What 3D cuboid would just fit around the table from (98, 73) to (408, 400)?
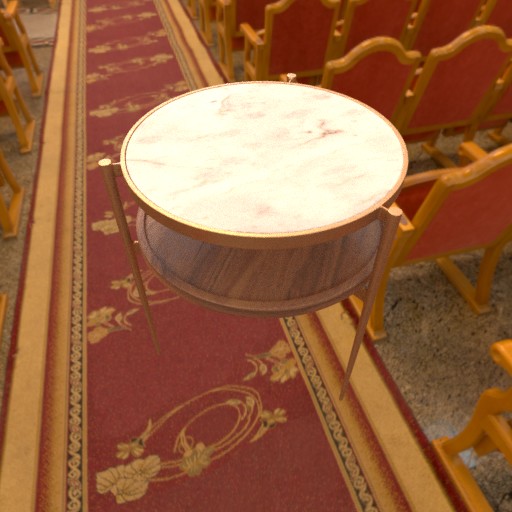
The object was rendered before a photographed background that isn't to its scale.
[{"bbox_3d":[0.000,0.000,0.836,0.456,0.493,0.430,-11,47,-11],"label":"table"}]
